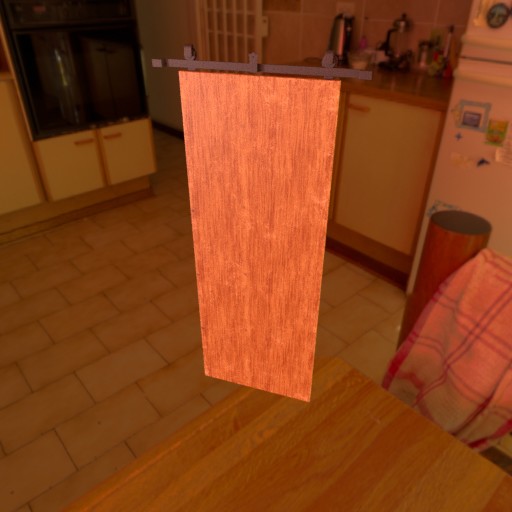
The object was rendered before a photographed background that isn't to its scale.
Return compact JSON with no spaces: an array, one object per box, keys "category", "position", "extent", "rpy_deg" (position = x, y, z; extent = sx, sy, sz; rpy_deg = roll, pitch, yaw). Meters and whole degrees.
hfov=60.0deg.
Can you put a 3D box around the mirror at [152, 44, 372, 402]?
[{"category":"mirror","position":[0.000,0.000,2.087],"extent":[0.847,1.793,0.042],"rpy_deg":[10,34,15]}]
